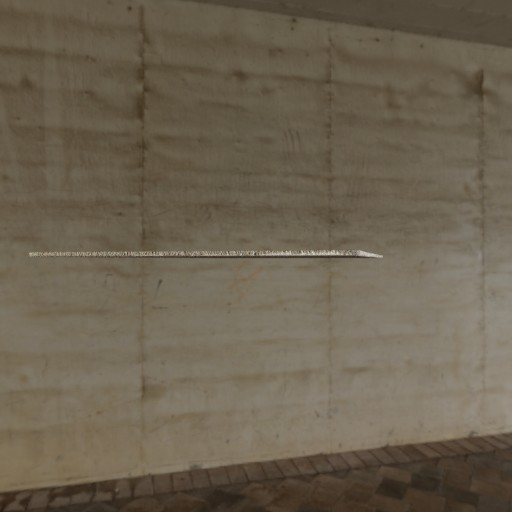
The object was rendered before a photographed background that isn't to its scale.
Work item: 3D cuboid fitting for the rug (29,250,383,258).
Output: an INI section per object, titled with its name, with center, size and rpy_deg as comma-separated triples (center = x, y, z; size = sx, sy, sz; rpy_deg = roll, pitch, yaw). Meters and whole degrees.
[rug]
center = 0.000, 0.000, 3.437
size = 1.798, 0.025, 2.698
rpy_deg = 0, -1, 18
